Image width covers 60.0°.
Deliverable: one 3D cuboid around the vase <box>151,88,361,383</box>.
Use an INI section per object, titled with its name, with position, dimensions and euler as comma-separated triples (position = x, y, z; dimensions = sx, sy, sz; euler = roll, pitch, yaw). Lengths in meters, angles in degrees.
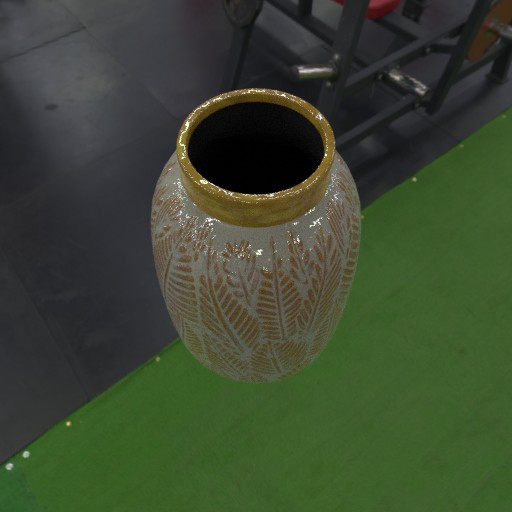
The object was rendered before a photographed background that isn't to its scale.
[vase]
position = 0.000, 0.000, 0.383
dimensions = 0.172, 0.270, 0.172
euler = 0, 59, 0
